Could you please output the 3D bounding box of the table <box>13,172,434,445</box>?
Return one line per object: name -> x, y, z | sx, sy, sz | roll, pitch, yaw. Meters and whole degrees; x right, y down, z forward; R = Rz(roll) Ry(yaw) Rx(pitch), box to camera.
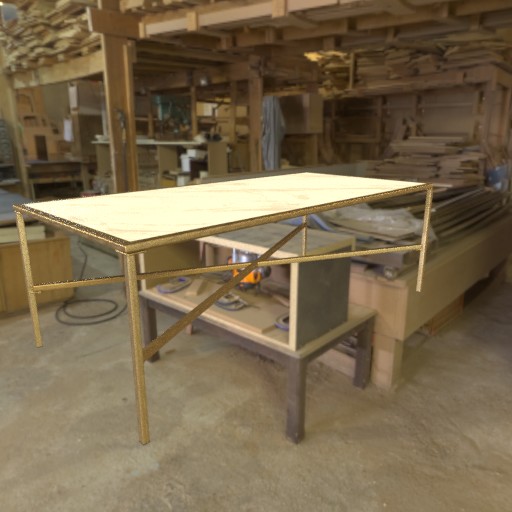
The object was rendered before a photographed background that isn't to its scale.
table -> 0.000, 0.000, 1.408 | 1.197, 0.405, 0.577 | -16, 22, -43
